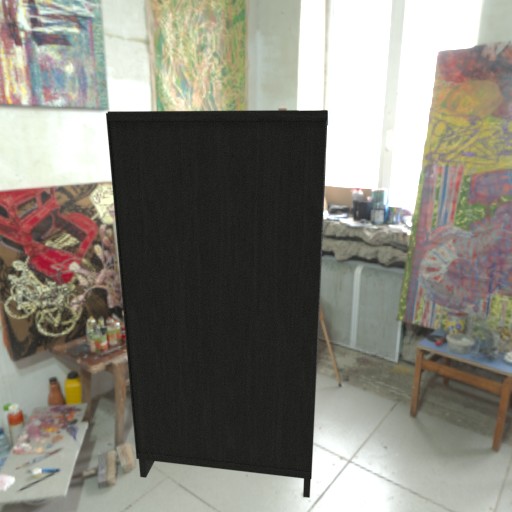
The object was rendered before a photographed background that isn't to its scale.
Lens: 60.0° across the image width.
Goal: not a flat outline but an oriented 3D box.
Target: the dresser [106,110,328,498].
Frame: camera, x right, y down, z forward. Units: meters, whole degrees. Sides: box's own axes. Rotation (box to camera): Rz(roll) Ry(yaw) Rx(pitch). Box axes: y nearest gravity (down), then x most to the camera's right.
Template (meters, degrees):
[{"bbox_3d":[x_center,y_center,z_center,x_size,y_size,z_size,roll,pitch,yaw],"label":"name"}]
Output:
[{"bbox_3d":[0.000,0.000,1.369,0.404,0.816,0.994,2,16,9],"label":"dresser"}]
